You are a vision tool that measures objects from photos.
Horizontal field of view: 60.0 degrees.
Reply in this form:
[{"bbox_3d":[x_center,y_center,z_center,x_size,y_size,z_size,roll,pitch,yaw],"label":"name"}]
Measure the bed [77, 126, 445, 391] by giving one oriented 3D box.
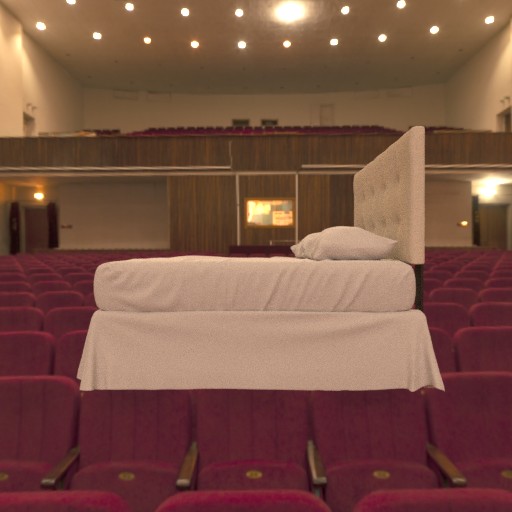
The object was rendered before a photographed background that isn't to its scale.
[{"bbox_3d":[0.000,0.000,3.471,2.222,1.577,1.936,0,0,0],"label":"bed"}]
